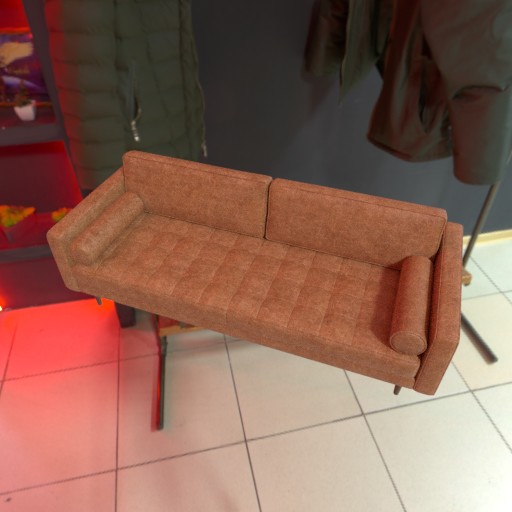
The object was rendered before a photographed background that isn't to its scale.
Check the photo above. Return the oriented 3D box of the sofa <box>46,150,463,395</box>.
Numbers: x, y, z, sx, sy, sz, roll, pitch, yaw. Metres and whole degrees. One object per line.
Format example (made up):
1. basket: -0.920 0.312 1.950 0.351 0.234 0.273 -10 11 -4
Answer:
1. sofa: 0.000 0.000 2.602 2.200 0.770 0.919 14 43 15
